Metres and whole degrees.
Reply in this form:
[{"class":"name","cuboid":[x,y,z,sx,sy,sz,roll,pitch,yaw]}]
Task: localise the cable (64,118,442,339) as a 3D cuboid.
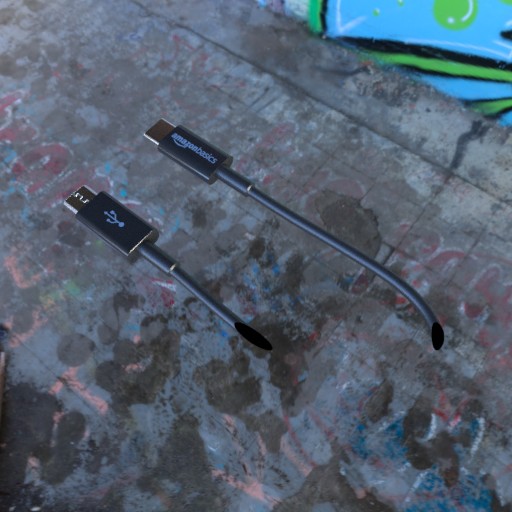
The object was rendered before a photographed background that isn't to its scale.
[{"class":"cable","cuboid":[0.000,0.000,0.109,0.098,0.006,0.040,35,68,16]}]
